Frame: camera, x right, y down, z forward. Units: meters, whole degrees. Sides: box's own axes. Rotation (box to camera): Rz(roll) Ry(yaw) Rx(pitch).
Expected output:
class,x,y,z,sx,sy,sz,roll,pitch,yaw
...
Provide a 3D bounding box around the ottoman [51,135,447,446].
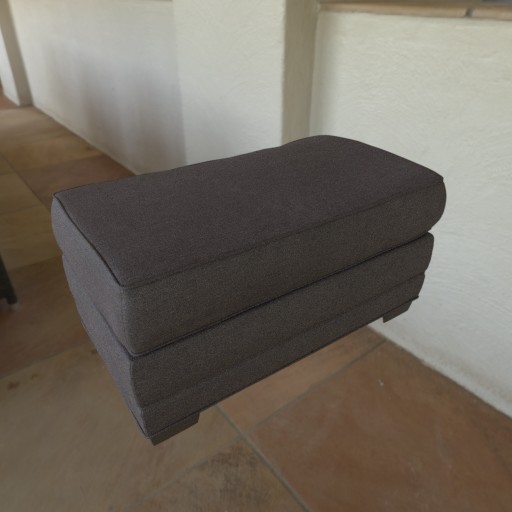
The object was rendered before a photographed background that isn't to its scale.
class,x,y,z,sx,sy,sz,roll,pitch,yaw
ottoman,0.000,0.000,1.143,0.864,0.448,0.490,-20,36,-29
